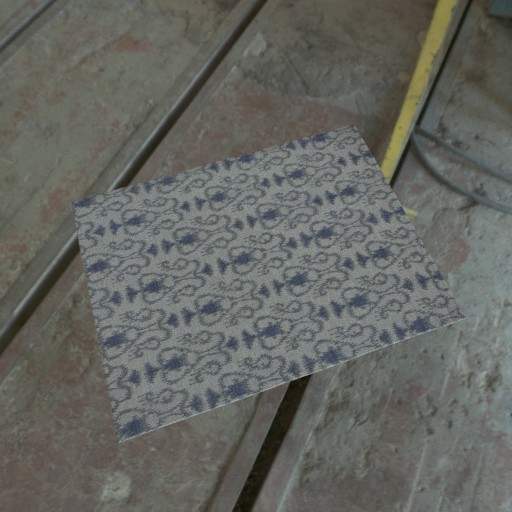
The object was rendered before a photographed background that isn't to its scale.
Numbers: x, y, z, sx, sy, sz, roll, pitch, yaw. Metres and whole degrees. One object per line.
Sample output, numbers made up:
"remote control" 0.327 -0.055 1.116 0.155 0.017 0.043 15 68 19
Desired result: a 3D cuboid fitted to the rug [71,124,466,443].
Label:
"rug" 0.000 0.000 4.297 3.205 0.015 2.437 -17 65 -8
